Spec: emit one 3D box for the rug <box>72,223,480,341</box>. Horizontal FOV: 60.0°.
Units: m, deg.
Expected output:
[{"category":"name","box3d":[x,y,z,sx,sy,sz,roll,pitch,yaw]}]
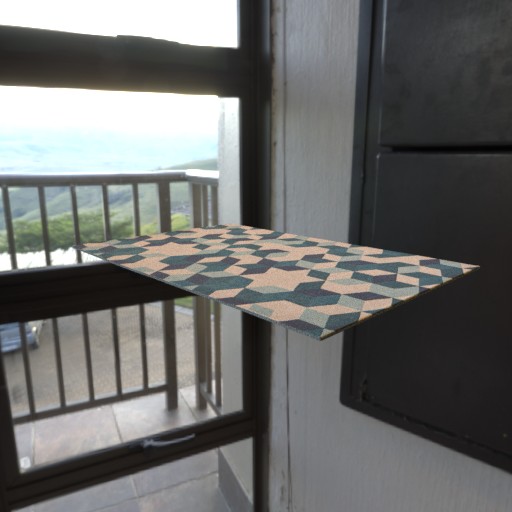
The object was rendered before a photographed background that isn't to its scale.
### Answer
[{"category":"rug","box3d":[0.000,0.000,2.354,1.235,0.014,1.829,-12,18,-42]}]
